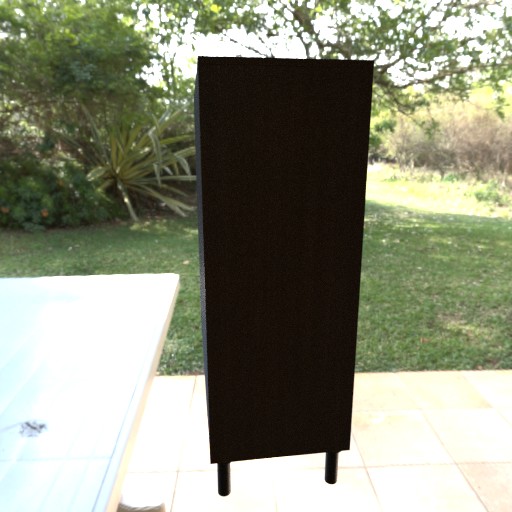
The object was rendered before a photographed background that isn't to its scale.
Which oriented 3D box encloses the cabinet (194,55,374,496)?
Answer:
[{"bbox_3d":[0.000,0.000,1.614,0.400,1.170,1.010,-2,15,-8],"label":"cabinet"}]
